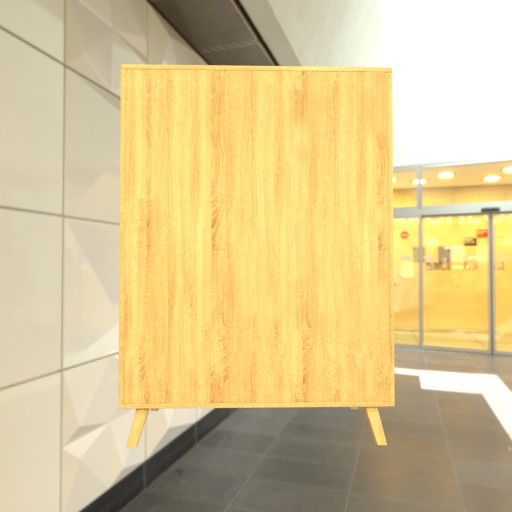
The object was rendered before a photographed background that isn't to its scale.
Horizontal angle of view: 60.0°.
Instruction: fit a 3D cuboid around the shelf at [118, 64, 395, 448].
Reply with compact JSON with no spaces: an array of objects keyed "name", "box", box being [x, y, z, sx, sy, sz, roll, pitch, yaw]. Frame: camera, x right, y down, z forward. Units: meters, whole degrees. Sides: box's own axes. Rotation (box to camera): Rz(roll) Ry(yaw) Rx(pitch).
[{"name":"shelf","box":[0.000,0.000,1.840,1.000,1.390,0.450,0,-1,-1]}]
